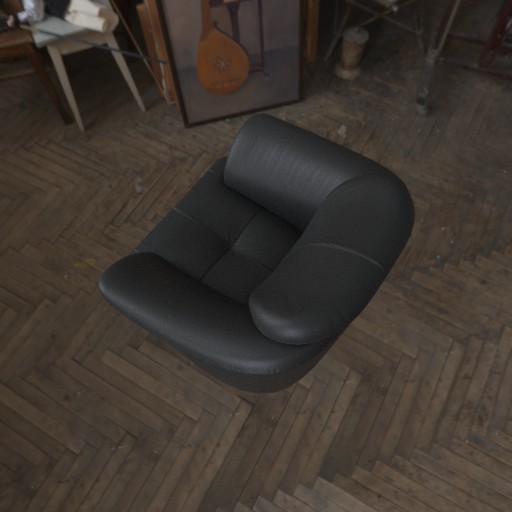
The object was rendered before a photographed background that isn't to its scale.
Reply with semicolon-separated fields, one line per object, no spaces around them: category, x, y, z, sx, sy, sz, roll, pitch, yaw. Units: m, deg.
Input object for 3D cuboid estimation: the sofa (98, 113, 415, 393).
sofa;0.000;0.000;1.527;0.794;0.811;0.870;33;69;15
